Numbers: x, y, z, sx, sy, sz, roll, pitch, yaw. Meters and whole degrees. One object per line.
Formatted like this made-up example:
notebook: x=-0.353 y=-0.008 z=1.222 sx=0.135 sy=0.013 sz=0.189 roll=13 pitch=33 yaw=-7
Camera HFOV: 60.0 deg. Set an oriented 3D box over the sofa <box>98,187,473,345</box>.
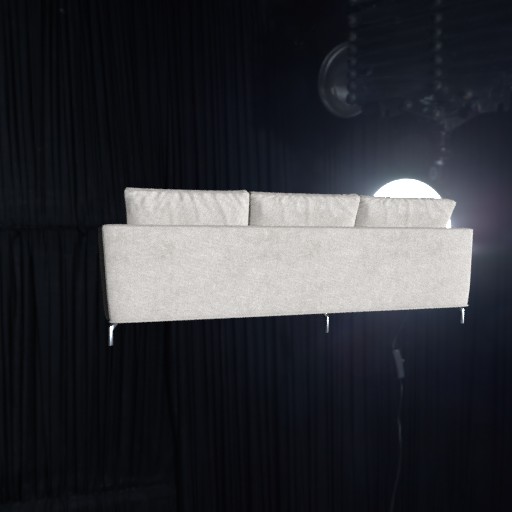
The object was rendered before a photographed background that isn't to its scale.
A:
sofa: x=0.000 y=0.000 z=3.818 sx=2.438 sy=0.864 sz=2.438 roll=-1 pitch=2 yaw=-16
